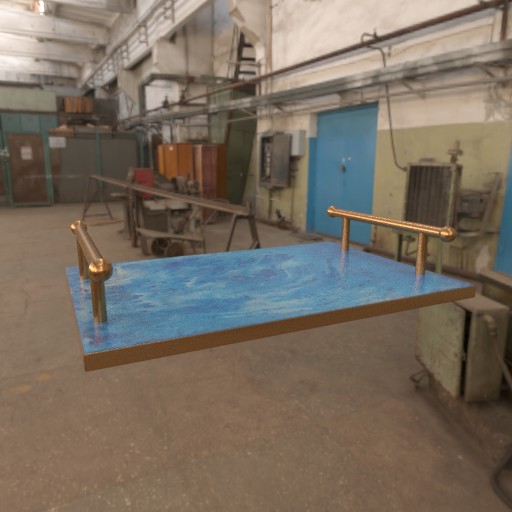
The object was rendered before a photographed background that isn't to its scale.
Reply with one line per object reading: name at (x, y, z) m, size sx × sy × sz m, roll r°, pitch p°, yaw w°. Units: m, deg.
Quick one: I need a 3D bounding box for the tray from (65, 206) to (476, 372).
tray at (0.000, 0.000, 0.568) m, size 0.444 × 0.084 × 0.304 m, roll -6°, pitch 14°, yaw -25°
